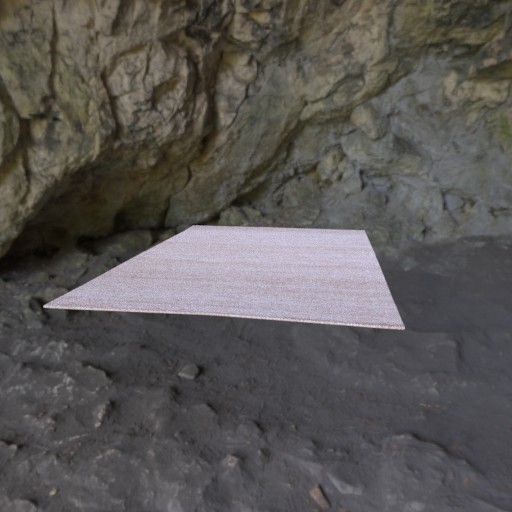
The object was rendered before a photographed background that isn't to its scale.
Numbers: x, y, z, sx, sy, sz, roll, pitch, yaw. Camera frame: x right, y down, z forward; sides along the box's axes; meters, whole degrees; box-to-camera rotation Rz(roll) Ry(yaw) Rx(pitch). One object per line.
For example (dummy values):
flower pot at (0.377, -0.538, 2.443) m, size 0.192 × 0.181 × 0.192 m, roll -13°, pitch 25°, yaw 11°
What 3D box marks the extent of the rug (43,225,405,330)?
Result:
rug at (0.000, 0.000, 2.991) m, size 1.596 × 0.030 × 2.283 m, roll 2°, pitch 13°, yaw 9°
